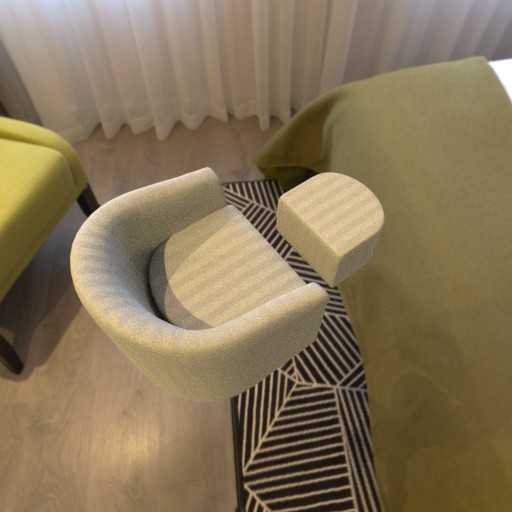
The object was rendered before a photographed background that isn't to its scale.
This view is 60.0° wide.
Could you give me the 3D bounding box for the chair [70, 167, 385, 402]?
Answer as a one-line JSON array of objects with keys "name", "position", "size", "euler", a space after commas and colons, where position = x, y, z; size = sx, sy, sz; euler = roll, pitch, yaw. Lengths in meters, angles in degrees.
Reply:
[{"name": "chair", "position": [0.000, 0.000, 1.810], "size": [1.288, 0.757, 0.756], "euler": [-32, 63, -19]}]
